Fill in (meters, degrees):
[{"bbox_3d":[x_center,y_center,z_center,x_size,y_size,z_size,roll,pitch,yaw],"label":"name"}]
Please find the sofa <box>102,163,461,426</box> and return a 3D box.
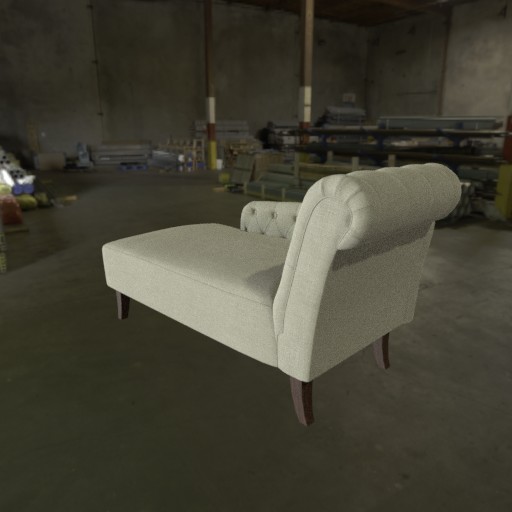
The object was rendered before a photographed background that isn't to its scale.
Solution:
[{"bbox_3d":[0.000,0.000,1.814,1.379,0.787,0.675,16,22,43],"label":"sofa"}]
